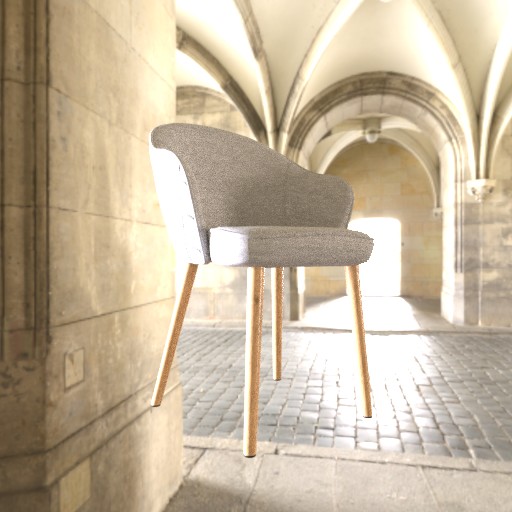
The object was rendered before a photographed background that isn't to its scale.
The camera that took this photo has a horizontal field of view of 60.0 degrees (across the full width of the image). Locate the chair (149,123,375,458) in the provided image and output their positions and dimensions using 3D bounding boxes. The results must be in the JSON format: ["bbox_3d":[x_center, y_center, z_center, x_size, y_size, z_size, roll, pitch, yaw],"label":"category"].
[{"bbox_3d":[0.000,0.000,1.174,0.540,0.800,0.530,0,0,-36],"label":"chair"}]
